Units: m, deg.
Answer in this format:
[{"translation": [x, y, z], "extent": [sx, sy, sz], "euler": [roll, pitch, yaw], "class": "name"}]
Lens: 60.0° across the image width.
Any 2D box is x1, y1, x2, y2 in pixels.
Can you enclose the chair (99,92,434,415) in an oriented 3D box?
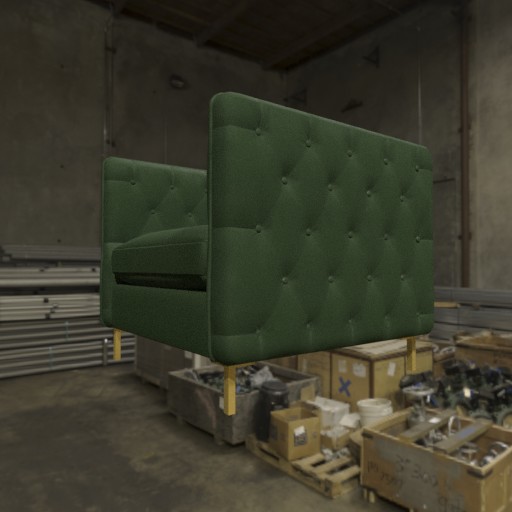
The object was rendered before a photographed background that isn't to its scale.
[{"translation": [0.000, 0.000, 1.575], "extent": [0.855, 0.768, 0.917], "euler": [1, -2, -37], "class": "chair"}]
